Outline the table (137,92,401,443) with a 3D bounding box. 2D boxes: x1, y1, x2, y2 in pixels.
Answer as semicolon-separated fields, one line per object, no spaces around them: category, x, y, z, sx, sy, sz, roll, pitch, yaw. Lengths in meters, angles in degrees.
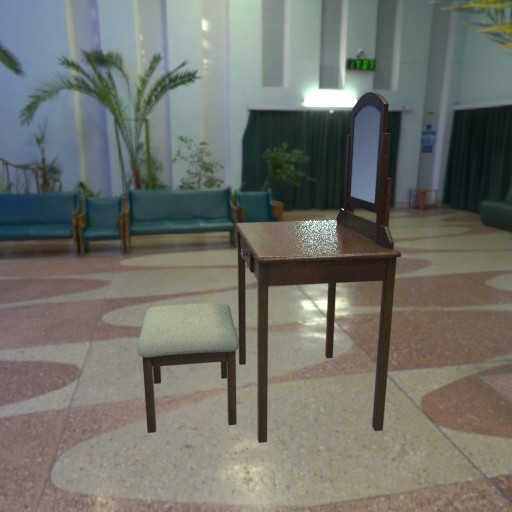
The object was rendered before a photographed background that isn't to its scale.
table;0.000;0.000;2.315;1.211;1.631;0.876;-2;14;-8
